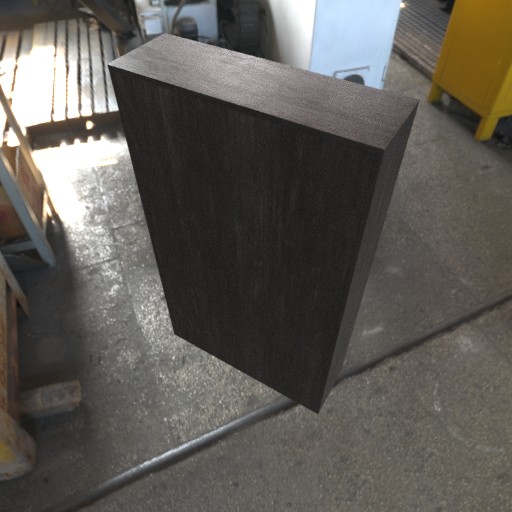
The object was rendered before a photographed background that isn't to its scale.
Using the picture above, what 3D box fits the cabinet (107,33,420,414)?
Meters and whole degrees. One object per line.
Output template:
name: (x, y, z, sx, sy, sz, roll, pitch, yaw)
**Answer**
cabinet: (0.000, 0.000, 1.560, 0.750, 1.280, 0.250, 24, 52, 20)
